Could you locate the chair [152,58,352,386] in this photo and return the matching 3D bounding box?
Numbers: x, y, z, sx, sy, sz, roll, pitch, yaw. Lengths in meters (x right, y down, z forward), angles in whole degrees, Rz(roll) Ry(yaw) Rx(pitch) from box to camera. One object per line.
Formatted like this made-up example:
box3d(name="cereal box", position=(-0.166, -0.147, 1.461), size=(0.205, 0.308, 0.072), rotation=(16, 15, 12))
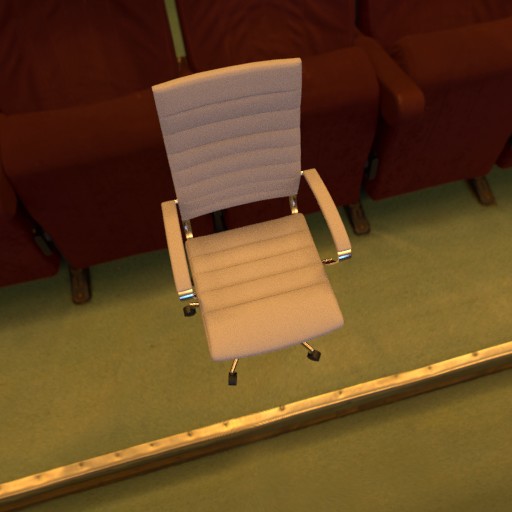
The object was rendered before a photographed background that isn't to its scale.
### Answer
box3d(name="chair", position=(0.000, 0.000, 1.629), size=(0.679, 1.149, 0.667), rotation=(-14, 65, -7))
